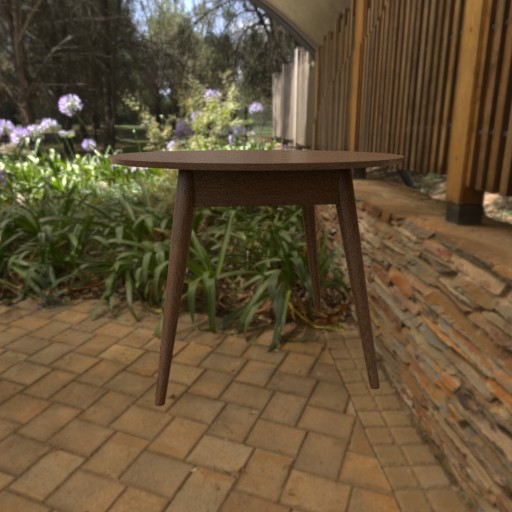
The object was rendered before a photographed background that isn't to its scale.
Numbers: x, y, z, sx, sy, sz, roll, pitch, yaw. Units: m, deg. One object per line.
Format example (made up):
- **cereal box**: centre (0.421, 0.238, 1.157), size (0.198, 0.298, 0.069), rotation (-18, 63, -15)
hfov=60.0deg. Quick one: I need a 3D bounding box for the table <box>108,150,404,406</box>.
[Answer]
- **table**: centre (0.000, 0.000, 1.760), size (1.053, 0.786, 1.053), rotation (0, 15, 0)
